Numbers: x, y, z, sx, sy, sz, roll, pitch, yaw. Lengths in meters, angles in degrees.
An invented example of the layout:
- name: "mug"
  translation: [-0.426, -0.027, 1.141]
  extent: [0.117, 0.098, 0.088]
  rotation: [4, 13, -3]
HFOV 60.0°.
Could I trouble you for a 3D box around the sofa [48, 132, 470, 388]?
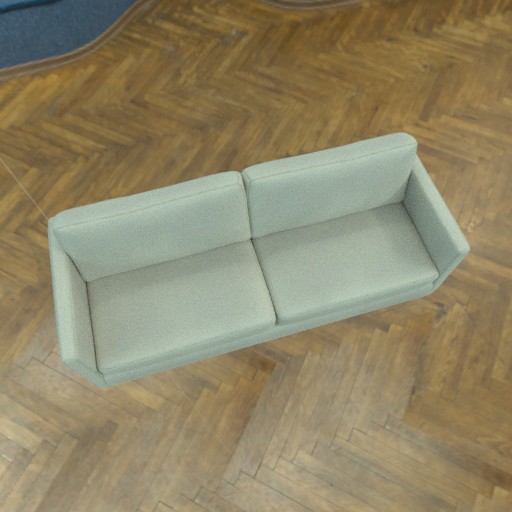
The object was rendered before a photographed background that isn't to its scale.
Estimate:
- name: "sofa"
  translation: [0.000, 0.000, 2.839]
  extent: [2.361, 0.968, 0.951]
  rotation: [-15, 64, -7]
